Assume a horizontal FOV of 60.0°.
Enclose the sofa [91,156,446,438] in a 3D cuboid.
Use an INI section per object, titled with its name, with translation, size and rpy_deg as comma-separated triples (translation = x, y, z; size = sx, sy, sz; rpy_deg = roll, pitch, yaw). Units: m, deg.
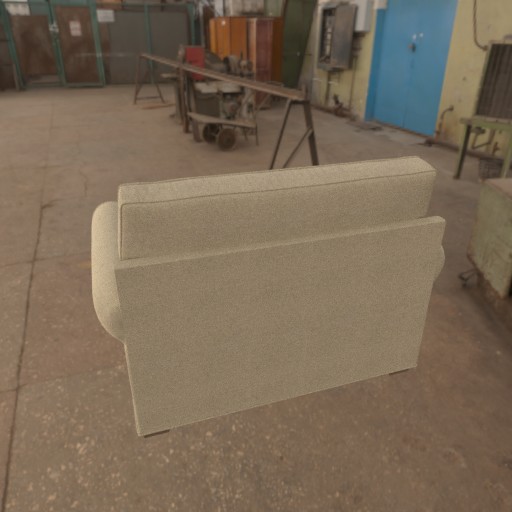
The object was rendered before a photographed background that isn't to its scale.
[sofa]
translation = 0.000, 0.000, 2.040
size = 1.405, 0.991, 0.936
rpy_deg = -9, 28, -16
